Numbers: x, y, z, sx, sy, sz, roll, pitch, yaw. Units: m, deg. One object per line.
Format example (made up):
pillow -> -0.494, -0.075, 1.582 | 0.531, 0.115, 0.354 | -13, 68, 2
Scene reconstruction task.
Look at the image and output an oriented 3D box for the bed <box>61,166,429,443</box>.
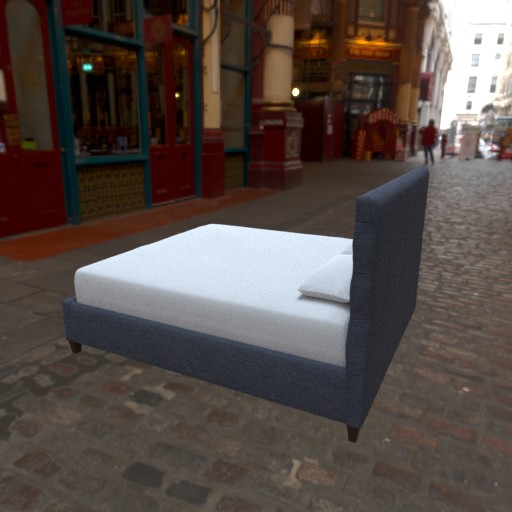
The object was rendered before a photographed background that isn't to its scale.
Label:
bed -> 0.000, 0.000, 3.723 | 2.387, 1.427, 2.078 | 8, 18, 26
